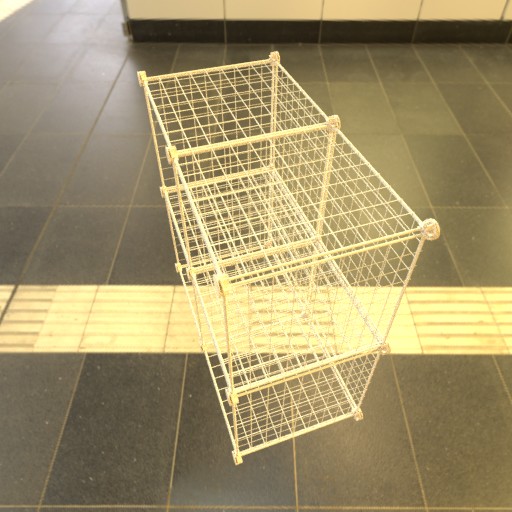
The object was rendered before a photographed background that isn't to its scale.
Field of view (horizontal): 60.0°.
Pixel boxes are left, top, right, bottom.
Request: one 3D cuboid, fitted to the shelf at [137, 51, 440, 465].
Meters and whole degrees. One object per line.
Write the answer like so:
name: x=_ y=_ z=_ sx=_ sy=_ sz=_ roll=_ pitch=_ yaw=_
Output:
shelf: x=0.000 y=0.000 z=1.126 sx=0.356 sy=0.711 sz=0.711 roll=-14 pitch=48 yaw=-13
